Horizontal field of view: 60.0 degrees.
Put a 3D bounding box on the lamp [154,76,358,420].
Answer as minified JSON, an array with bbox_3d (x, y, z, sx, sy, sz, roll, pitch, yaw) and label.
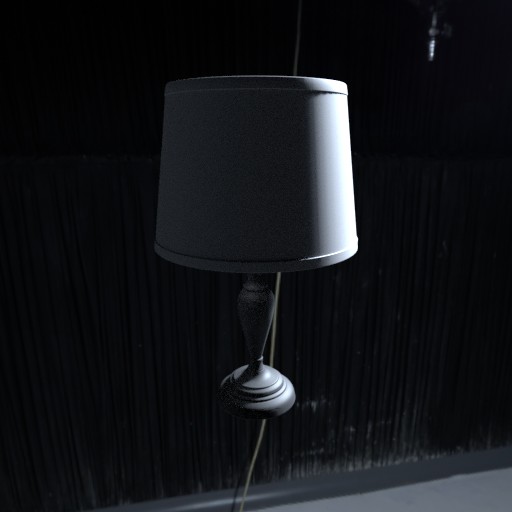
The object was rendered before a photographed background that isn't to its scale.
[{"bbox_3d":[0.000,0.000,0.698,0.310,0.501,0.310,0,16,0],"label":"lamp"}]
